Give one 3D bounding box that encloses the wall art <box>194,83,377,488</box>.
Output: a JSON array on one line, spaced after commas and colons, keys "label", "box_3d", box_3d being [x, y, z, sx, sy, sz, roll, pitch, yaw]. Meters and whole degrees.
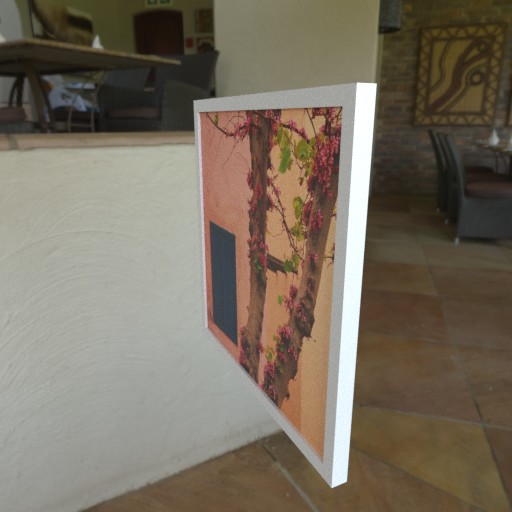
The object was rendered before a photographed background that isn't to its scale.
[{"label": "wall art", "box_3d": [0.000, 0.000, 1.114, 0.038, 0.762, 0.762, -8, 19, -25]}]
